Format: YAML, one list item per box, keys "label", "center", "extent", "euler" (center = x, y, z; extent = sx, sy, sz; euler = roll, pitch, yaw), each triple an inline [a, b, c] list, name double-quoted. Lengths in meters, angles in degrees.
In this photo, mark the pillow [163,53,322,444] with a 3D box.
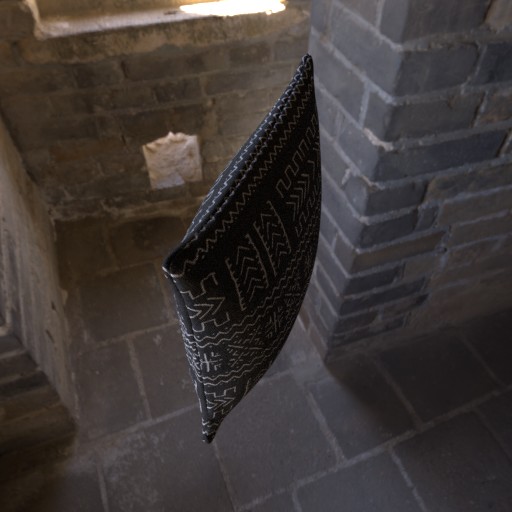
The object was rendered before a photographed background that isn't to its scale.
- label: "pillow"
  center: [0.000, 0.000, 0.666]
  extent: [0.164, 0.430, 0.438]
  euler: [16, 50, 14]
